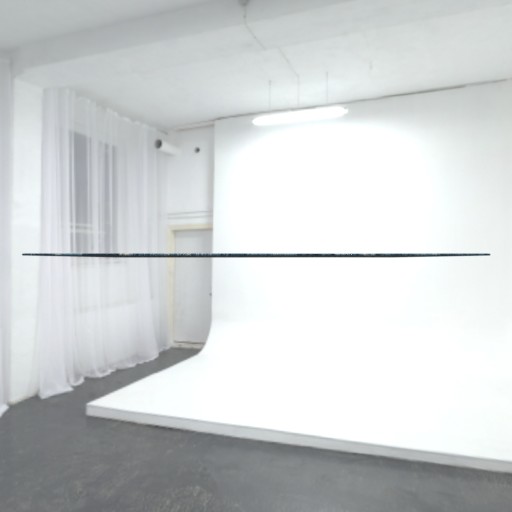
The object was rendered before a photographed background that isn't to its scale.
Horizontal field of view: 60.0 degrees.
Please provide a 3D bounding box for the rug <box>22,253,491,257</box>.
[{"bbox_3d":[0.000,0.000,2.325,1.836,0.009,1.232,0,-1,-1],"label":"rug"}]
